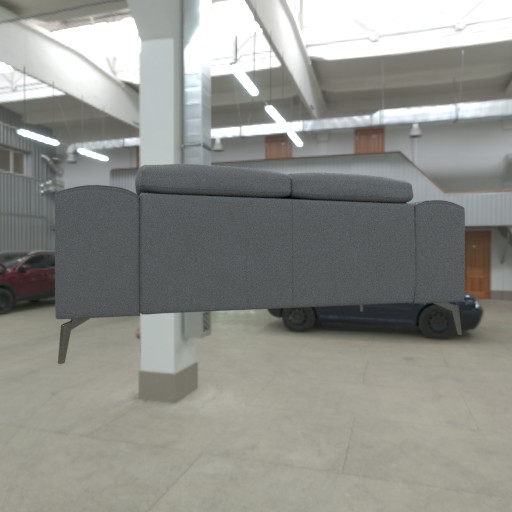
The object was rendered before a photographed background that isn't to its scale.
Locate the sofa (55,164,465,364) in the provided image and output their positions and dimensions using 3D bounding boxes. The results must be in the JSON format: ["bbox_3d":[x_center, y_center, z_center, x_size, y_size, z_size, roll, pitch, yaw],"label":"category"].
[{"bbox_3d":[0.000,0.000,2.367,1.895,0.779,1.003,0,1,-18],"label":"sofa"}]
